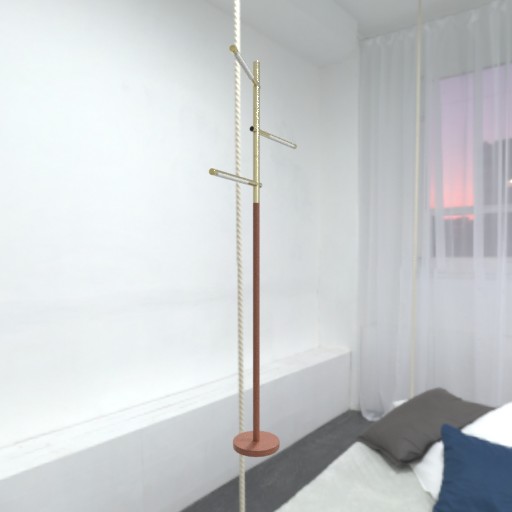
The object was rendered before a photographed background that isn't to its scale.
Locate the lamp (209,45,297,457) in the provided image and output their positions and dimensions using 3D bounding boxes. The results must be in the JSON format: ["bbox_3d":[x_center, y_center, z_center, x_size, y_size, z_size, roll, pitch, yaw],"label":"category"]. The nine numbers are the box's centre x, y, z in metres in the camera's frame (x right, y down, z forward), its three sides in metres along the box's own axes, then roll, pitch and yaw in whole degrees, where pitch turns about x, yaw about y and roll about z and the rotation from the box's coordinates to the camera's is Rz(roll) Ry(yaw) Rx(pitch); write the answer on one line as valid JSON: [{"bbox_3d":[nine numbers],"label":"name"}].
[{"bbox_3d":[0.000,0.000,1.964,0.209,1.704,0.737,0,1,19],"label":"lamp"}]
